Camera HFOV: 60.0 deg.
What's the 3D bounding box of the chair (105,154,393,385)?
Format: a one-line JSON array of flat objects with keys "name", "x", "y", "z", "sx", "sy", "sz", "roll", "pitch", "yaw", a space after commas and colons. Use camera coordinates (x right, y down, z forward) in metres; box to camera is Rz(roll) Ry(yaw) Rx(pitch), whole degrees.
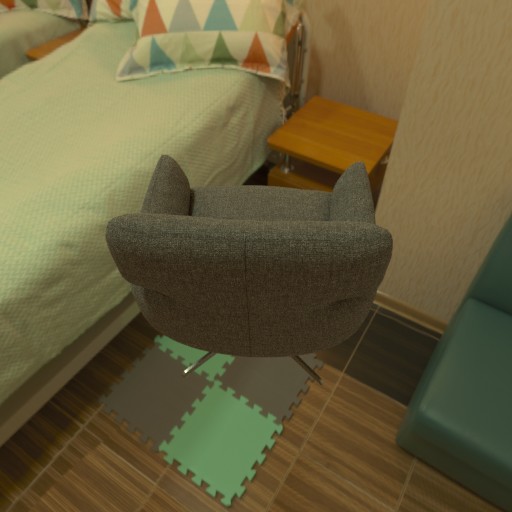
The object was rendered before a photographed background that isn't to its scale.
[{"name": "chair", "x": 0.000, "y": 0.000, "z": 1.358, "sx": 0.706, "sy": 0.812, "sz": 0.715, "roll": 3, "pitch": 47, "yaw": 2}]
